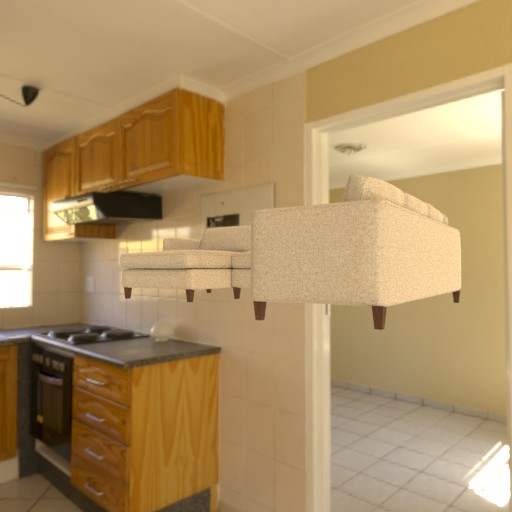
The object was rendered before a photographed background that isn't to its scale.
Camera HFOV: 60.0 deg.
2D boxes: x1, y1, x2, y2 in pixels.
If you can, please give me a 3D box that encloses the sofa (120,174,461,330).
[{"bbox_3d":[0.000,0.000,4.507,3.460,0.959,2.593,-1,-2,34],"label":"sofa"}]
